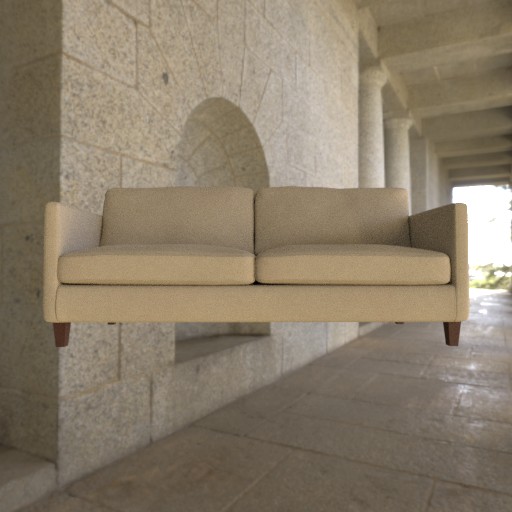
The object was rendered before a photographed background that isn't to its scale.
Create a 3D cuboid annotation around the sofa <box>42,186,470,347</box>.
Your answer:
[{"bbox_3d":[0.000,0.000,2.681,2.181,0.932,0.948,0,-1,-1],"label":"sofa"}]
